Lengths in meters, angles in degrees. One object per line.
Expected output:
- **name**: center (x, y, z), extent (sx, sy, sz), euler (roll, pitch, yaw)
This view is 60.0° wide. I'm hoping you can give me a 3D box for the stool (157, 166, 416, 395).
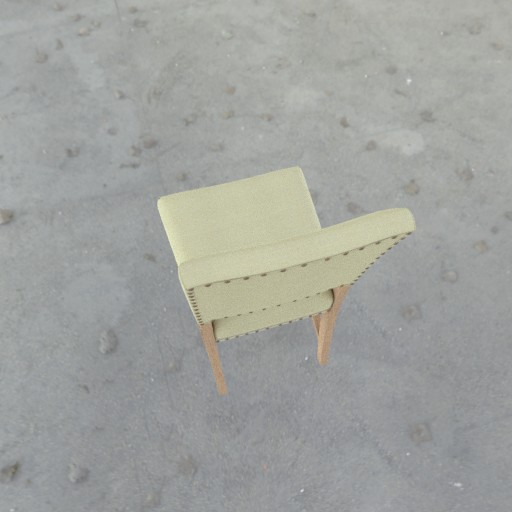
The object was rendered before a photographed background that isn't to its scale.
- **stool**: center (0.000, 0.000, 1.330), extent (0.508, 0.986, 0.623), euler (-14, 60, -8)
